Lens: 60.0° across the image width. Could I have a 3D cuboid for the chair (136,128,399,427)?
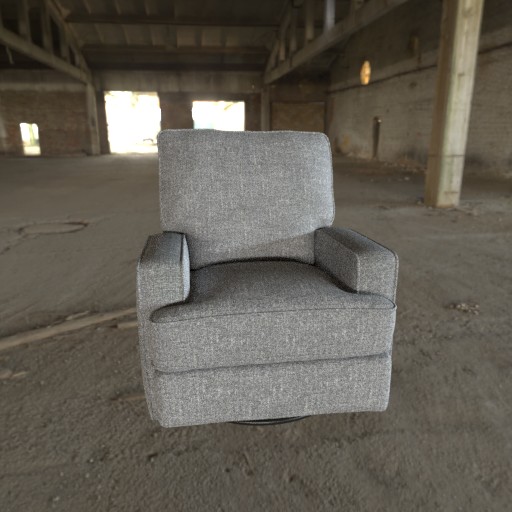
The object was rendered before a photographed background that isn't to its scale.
[{"bbox_3d":[0.000,0.000,1.735,0.861,0.962,0.964,-2,16,-8],"label":"chair"}]
